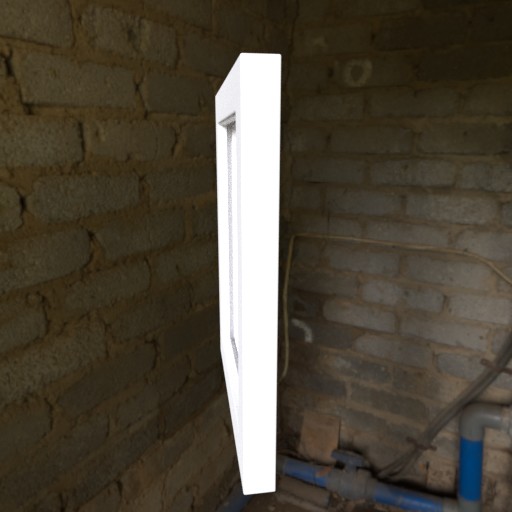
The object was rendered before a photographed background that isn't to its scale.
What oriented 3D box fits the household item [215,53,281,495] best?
[{"bbox_3d":[0.000,0.000,0.339,0.045,0.250,0.200,-2,14,-8],"label":"household item"}]
